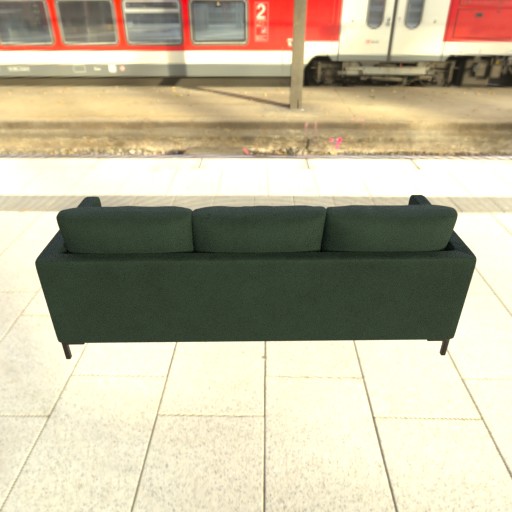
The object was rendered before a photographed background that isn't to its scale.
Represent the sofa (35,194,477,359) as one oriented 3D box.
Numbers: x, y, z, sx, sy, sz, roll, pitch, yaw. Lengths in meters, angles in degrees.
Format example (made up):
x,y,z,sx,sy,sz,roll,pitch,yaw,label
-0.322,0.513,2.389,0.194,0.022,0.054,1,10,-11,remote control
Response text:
x,y,z,sx,sy,sz,roll,pitch,yaw,label
0.000,0.000,2.674,2.218,0.870,0.859,0,31,-1,sofa
